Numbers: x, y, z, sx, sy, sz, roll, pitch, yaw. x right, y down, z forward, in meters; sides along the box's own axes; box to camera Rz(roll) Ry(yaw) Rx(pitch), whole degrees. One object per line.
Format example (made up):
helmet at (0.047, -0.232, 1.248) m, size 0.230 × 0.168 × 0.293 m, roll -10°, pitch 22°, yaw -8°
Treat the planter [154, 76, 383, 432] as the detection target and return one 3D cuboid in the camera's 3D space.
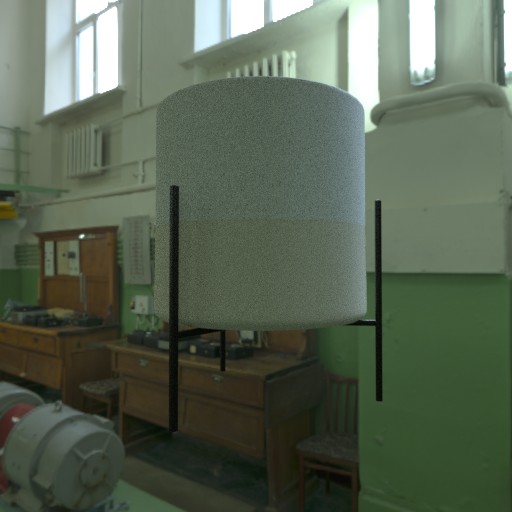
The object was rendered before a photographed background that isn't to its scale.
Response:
planter at (0.000, 0.000, 0.662) m, size 0.313 × 0.423 × 0.335 m, roll -1°, pitch -2°, yaw 36°
